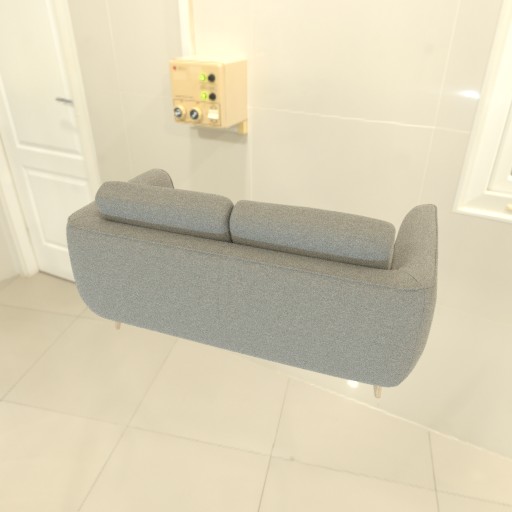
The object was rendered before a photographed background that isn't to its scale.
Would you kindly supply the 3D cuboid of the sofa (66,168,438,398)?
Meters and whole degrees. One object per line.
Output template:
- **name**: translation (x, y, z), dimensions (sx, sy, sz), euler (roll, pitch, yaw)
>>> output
- **sofa**: translation (0.000, 0.000, 2.248), dimensions (1.700, 0.850, 0.920), euler (10, 32, 17)
